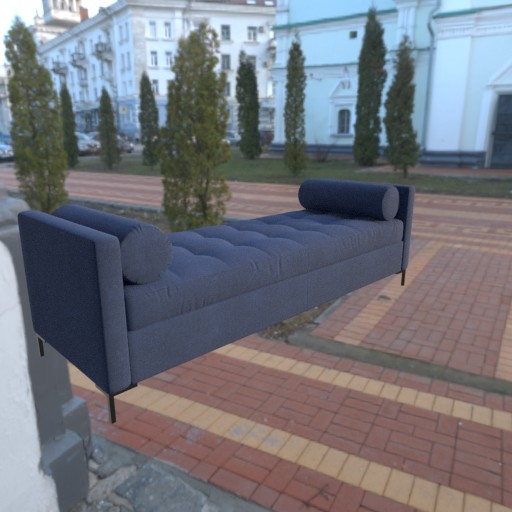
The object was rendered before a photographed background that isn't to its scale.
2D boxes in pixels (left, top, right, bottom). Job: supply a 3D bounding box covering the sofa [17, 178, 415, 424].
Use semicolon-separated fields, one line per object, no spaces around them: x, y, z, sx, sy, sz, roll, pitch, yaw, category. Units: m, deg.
0.000;0.000;2.255;1.981;0.635;0.686;-15;21;-42;sofa
